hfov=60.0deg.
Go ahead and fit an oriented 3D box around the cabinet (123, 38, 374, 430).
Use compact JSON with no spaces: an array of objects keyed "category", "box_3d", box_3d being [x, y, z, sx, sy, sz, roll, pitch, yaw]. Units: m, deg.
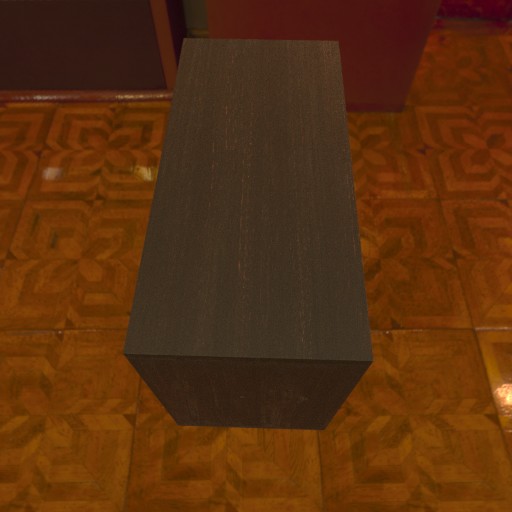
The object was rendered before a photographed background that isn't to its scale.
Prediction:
[{"category":"cabinet","box_3d":[0.000,0.000,1.408,0.451,0.860,0.950,2,59,1]}]
